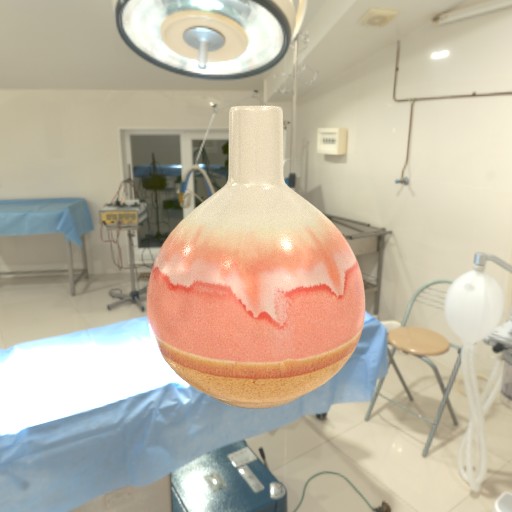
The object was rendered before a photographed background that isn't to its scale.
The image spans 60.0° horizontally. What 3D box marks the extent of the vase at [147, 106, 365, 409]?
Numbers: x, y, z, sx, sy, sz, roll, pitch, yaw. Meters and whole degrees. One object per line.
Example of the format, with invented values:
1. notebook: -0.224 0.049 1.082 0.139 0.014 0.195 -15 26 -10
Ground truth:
1. vase: 0.000 0.000 0.277 0.137 0.176 0.137 0 16 0
